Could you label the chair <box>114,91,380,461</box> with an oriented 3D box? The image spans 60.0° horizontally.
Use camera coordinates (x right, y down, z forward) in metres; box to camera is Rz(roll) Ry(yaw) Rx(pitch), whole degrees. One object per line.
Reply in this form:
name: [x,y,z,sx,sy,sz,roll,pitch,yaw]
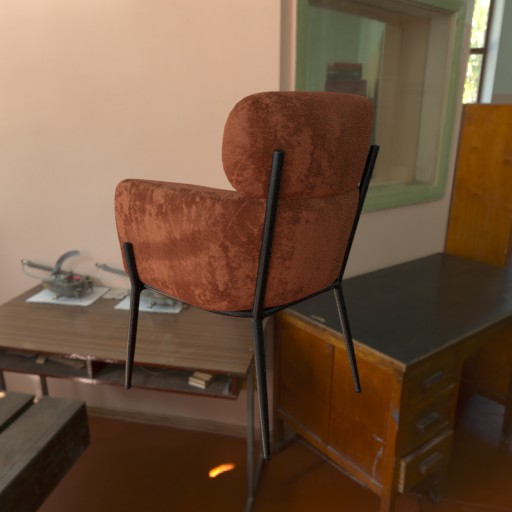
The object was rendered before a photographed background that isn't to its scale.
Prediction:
chair: [0.000,0.000,1.145,0.561,0.772,0.523,-16,23,-43]
